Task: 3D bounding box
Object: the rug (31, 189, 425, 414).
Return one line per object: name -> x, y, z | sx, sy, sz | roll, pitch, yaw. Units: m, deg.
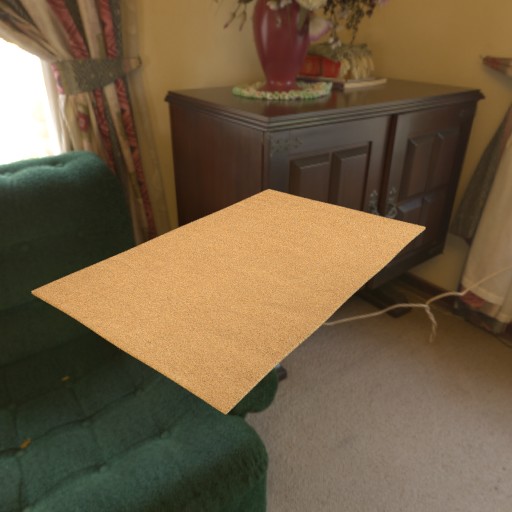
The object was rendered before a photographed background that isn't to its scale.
rug -> 0.000, 0.000, 3.008 | 1.500, 0.025, 2.346 | 19, 33, 33
